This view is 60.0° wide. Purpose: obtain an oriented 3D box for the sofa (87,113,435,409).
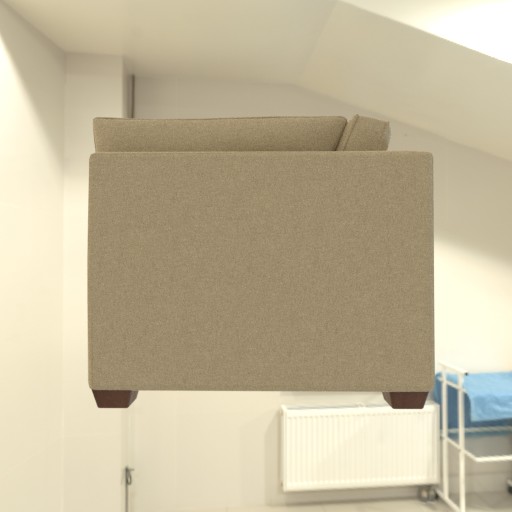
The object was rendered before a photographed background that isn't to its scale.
[{"bbox_3d":[0.000,0.000,1.936,1.146,1.002,1.084,0,-1,0],"label":"sofa"}]
